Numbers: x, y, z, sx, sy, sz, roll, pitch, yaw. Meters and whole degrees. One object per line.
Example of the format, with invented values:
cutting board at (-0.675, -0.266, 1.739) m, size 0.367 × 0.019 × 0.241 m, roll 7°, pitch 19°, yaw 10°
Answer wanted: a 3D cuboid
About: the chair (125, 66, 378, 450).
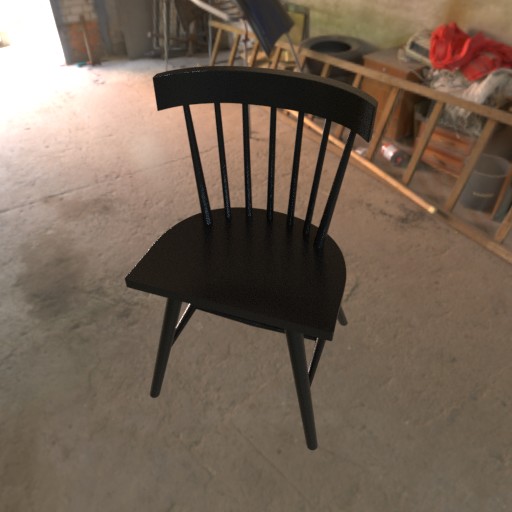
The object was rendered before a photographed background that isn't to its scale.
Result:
chair at (0.000, 0.000, 1.136) m, size 0.506 × 0.844 × 0.483 m, roll 13°, pitch 43°, yaw 14°
